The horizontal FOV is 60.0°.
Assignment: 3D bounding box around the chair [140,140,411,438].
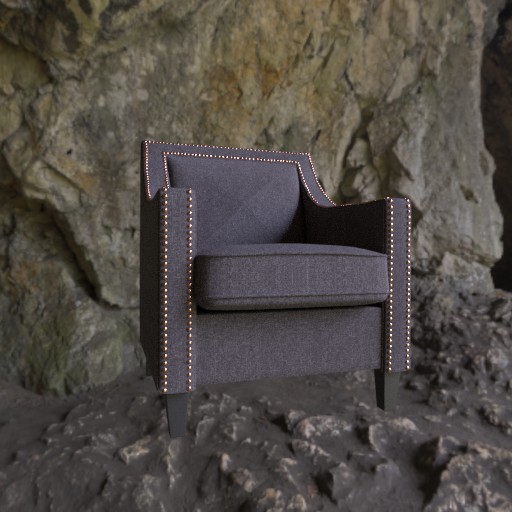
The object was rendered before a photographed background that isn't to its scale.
[{"bbox_3d":[0.000,0.000,1.605,0.776,0.967,0.884,0,0,-18],"label":"chair"}]
